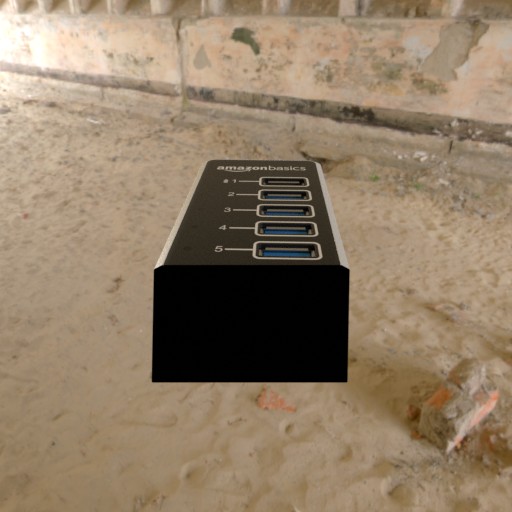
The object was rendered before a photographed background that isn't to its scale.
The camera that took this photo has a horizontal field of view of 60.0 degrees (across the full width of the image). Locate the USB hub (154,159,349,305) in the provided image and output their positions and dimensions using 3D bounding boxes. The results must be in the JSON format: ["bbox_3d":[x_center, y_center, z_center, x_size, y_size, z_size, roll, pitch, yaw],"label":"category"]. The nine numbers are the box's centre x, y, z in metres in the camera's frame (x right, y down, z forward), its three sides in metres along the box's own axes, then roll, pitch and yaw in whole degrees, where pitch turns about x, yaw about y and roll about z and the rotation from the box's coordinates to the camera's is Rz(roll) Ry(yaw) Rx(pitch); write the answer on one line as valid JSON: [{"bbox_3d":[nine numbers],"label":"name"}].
[{"bbox_3d":[0.000,0.000,0.127,0.044,0.023,0.110,1,30,2],"label":"USB hub"}]
